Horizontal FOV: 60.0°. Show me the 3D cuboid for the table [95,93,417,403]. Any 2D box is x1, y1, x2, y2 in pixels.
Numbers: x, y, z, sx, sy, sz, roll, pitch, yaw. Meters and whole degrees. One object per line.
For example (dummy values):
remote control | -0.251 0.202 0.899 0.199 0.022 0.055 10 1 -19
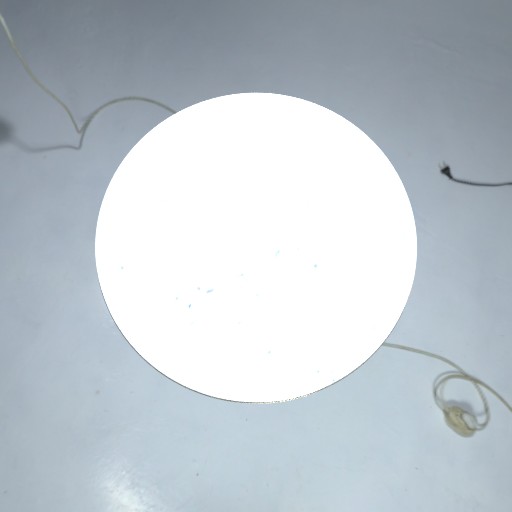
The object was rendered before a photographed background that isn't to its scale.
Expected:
table | 0.000 0.000 1.316 0.800 0.450 0.800 0 76 0
